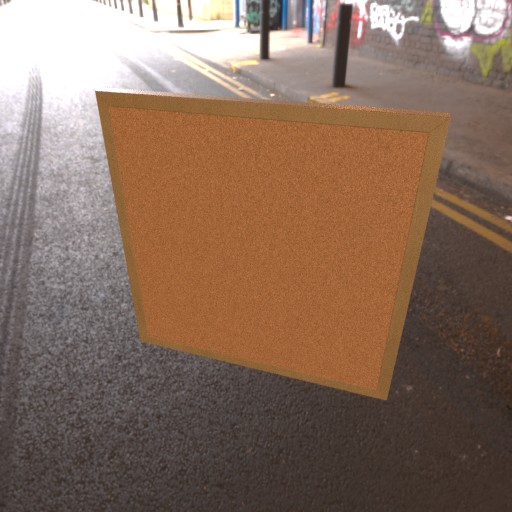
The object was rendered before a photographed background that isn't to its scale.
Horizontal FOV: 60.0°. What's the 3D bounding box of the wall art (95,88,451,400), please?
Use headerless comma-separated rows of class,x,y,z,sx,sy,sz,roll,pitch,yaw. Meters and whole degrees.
wall art,0.000,0.000,1.127,0.763,0.763,0.037,10,33,15
